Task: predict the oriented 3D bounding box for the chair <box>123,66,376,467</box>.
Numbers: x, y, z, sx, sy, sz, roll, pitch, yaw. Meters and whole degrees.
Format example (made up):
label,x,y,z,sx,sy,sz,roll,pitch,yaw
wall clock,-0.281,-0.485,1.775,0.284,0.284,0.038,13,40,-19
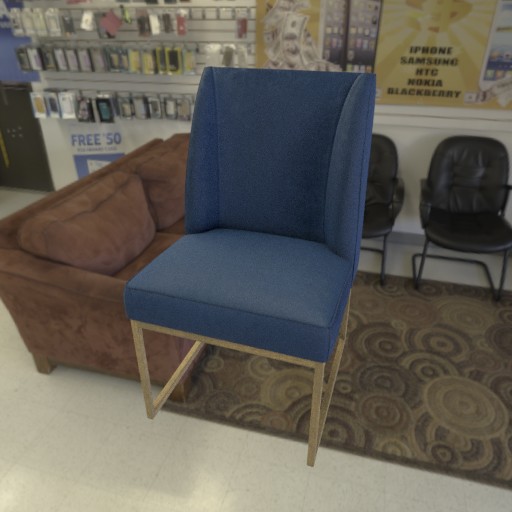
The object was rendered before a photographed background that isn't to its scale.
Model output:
label,x,y,z,sx,sy,sz,roll,pitch,yaw
chair,0.000,0.000,1.170,0.508,0.863,0.522,9,31,16
